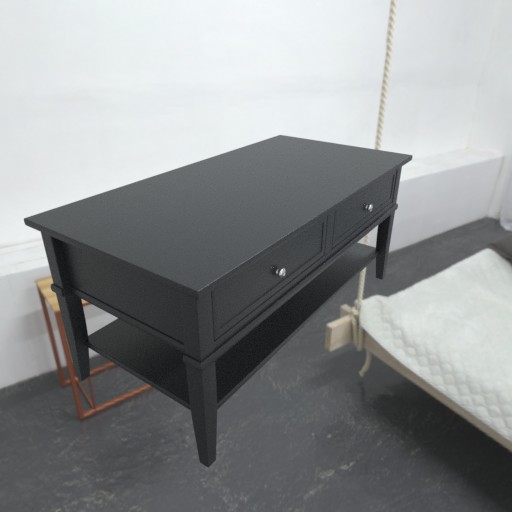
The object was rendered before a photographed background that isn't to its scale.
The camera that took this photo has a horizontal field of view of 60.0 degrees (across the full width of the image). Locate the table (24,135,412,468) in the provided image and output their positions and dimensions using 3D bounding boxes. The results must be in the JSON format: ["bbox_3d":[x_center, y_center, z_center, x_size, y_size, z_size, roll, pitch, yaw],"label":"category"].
[{"bbox_3d":[0.000,0.000,1.333,0.523,0.470,1.044,18,33,31],"label":"table"}]
